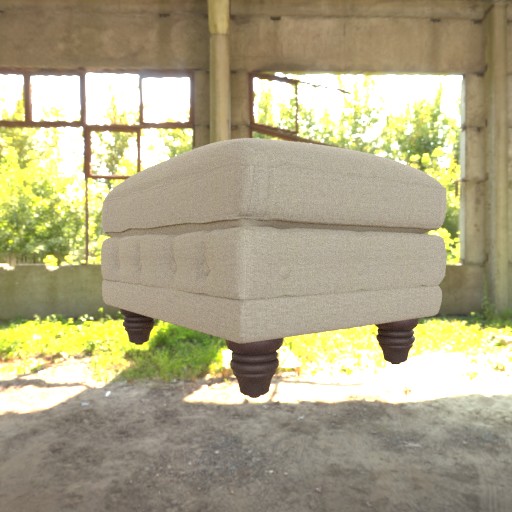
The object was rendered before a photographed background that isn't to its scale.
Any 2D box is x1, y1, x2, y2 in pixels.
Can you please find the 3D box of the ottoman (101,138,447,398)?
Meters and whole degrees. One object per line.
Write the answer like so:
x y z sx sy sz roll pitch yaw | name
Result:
0.000 0.000 1.054 0.541 0.463 0.684 0 0 -36 | ottoman
